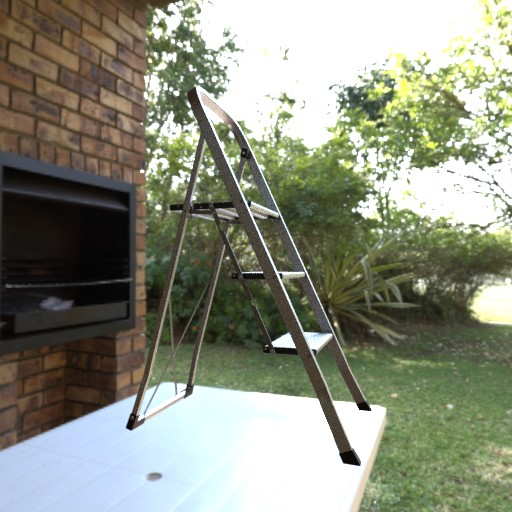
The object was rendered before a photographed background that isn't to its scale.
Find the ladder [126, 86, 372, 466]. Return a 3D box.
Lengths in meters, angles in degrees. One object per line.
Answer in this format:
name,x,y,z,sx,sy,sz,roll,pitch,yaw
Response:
ladder,0.000,0.000,1.452,0.704,1.070,0.465,0,-2,18
